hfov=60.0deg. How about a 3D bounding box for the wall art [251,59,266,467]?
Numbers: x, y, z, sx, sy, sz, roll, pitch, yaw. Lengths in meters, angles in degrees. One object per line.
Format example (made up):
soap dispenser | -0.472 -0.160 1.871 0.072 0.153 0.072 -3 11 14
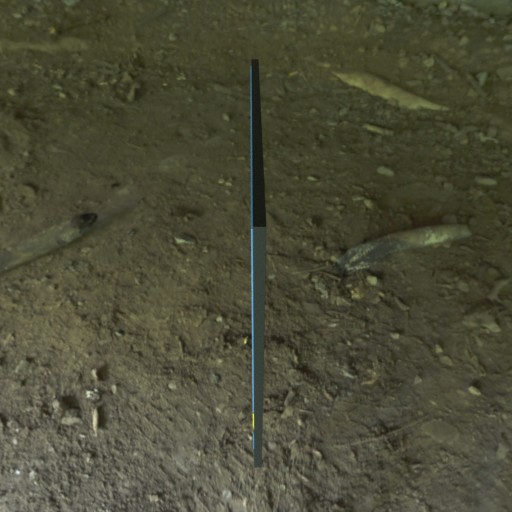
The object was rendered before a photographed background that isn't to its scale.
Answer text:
wall art | 0.000 0.000 0.701 0.013 0.457 0.458 0 41 0
